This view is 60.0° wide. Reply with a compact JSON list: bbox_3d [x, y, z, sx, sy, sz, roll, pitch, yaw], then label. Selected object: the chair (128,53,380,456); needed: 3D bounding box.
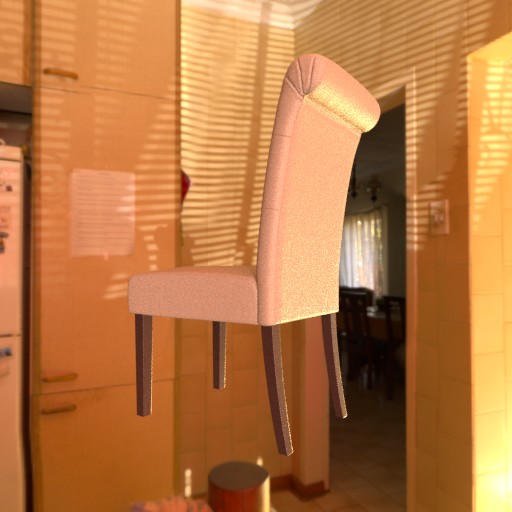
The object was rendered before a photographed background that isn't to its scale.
[{"bbox_3d":[0.000,0.000,1.389,0.671,1.006,0.456,-1,-1,35],"label":"chair"}]
